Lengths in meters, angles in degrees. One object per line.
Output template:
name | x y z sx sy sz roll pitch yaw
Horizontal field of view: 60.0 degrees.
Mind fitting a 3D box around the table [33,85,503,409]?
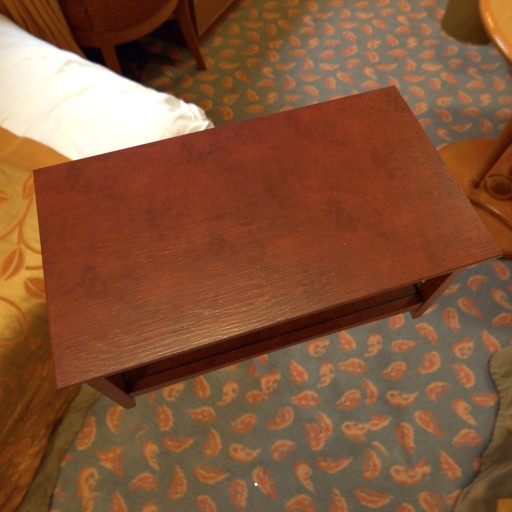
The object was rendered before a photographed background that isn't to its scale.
table | 0.000 0.000 1.199 0.943 0.456 0.533 -16 64 -8
